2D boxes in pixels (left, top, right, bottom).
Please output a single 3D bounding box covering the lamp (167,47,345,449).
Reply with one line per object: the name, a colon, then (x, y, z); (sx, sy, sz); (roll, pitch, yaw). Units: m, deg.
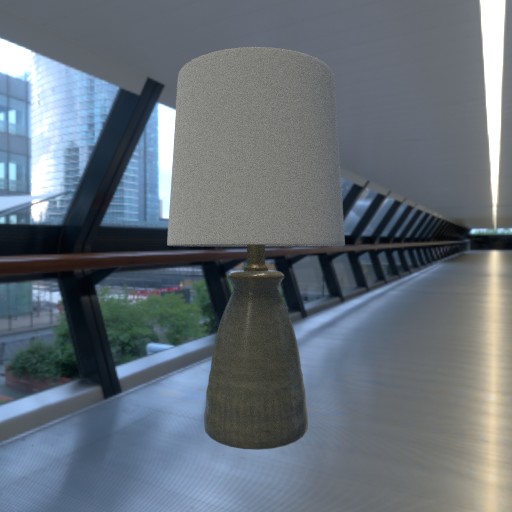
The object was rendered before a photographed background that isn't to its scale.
lamp: (0.000, 0.000, 0.474); (0.186, 0.369, 0.186); (0, 1, 0)
